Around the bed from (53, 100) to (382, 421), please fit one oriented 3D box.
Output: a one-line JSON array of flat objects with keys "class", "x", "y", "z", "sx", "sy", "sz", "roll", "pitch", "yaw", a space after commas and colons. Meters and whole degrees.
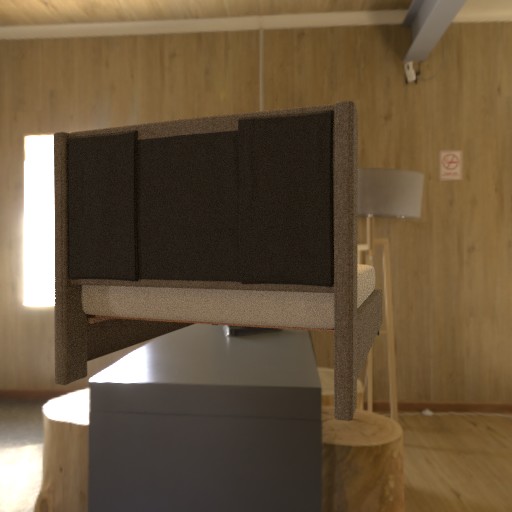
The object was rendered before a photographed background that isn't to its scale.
[{"class": "bed", "x": 0.000, "y": 0.000, "z": 3.343, "sx": 1.714, "sy": 1.476, "sz": 2.245, "roll": 0, "pitch": 1, "yaw": 19}]
